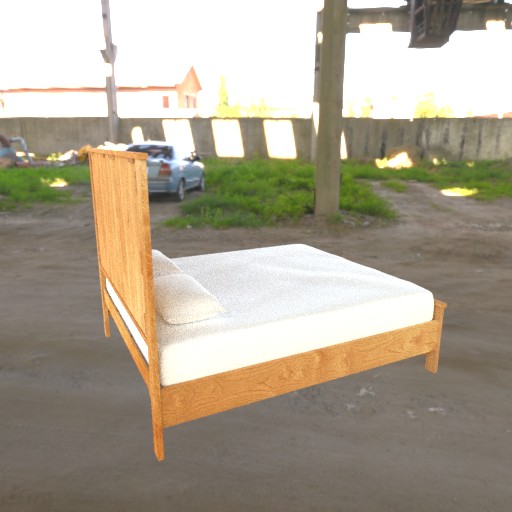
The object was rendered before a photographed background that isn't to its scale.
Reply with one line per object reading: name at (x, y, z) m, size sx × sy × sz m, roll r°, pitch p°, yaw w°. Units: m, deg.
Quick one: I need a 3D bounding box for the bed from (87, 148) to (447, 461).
bed at (0.000, 0.000, 4.112) m, size 2.530 × 1.938 × 2.225 m, roll -7°, pitch 16°, yaw -26°
